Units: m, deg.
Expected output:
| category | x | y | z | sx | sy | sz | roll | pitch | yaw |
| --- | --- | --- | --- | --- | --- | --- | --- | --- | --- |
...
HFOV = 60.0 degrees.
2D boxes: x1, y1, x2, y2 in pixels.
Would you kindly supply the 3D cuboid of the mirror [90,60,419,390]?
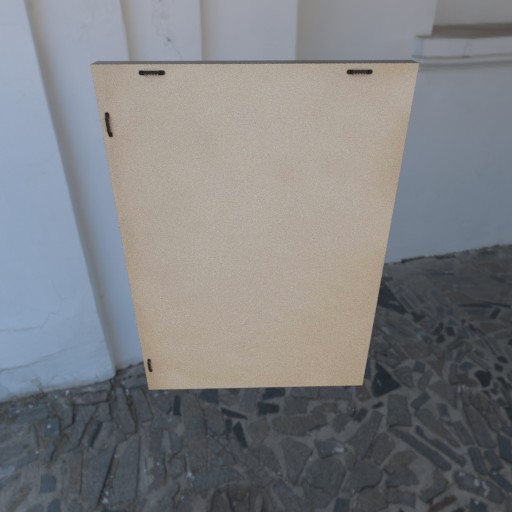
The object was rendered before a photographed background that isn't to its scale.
| category | x | y | z | sx | sy | sz | roll | pitch | yaw |
| --- | --- | --- | --- | --- | --- | --- | --- | --- | --- |
| mirror | 0.000 | 0.000 | 0.879 | 0.507 | 0.710 | 0.040 | -1 | 31 | -1 |
